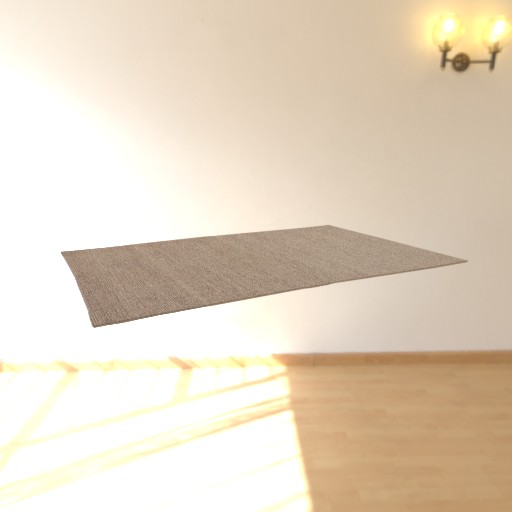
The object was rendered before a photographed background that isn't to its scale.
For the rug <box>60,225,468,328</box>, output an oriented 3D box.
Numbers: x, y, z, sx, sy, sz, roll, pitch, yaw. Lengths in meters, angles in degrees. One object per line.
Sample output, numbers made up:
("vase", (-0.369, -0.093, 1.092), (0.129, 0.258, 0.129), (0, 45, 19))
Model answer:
("rug", (0.000, 0.000, 2.299), (1.792, 0.021, 1.154), (-7, 16, -26))
